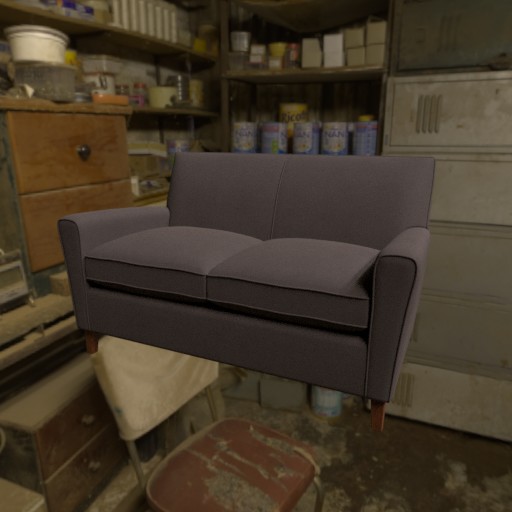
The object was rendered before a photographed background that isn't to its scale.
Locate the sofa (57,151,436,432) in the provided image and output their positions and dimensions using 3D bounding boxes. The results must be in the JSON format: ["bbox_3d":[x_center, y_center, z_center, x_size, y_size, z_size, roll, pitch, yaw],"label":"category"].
[{"bbox_3d":[0.000,0.000,1.954,1.420,0.846,0.871,7,17,24],"label":"sofa"}]
